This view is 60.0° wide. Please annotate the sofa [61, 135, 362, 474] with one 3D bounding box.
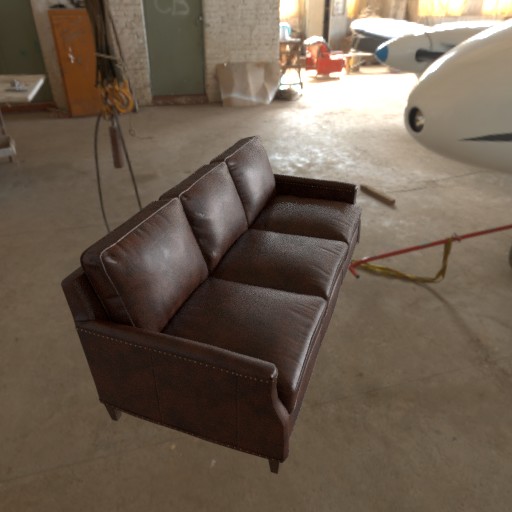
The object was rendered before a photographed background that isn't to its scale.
[{"bbox_3d":[0.000,0.000,2.841,1.084,1.003,2.240,10,32,17],"label":"sofa"}]
